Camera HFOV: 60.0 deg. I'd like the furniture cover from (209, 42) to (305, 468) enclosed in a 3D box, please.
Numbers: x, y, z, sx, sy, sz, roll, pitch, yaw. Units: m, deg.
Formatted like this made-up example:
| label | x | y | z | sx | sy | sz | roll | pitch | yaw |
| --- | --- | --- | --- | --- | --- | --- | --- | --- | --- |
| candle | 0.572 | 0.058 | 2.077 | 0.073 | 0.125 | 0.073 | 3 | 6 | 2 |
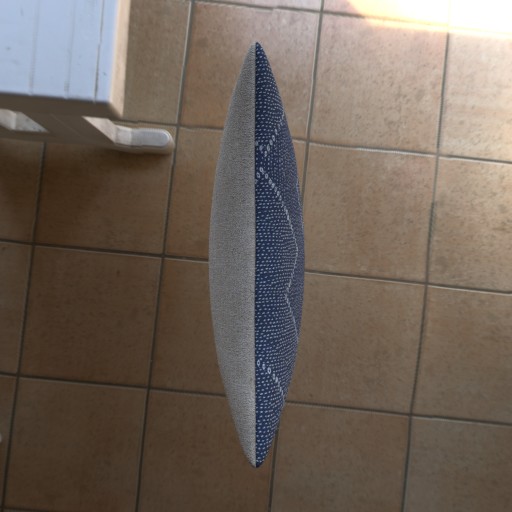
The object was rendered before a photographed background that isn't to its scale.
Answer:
| label | x | y | z | sx | sy | sz | roll | pitch | yaw |
| --- | --- | --- | --- | --- | --- | --- | --- | --- | --- |
| furniture cover | 0.000 | 0.000 | 0.768 | 0.162 | 0.503 | 0.511 | 0 | 89 | 0 |
